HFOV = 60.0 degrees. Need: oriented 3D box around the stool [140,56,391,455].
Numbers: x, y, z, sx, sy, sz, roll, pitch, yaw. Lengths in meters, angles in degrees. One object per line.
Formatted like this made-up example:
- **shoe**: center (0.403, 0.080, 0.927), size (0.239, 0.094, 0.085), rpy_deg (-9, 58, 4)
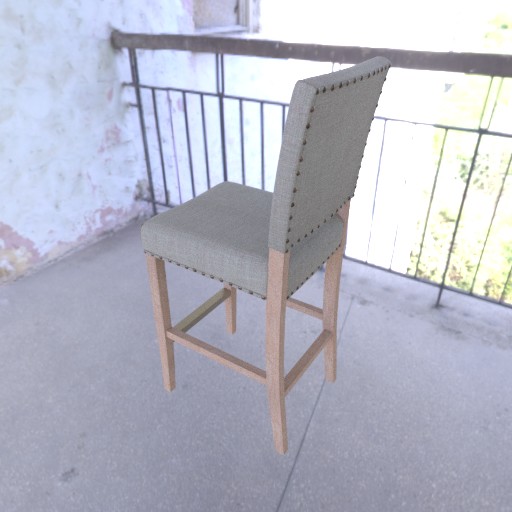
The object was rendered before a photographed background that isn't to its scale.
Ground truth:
- **stool**: center (0.000, 0.000, 1.429), size (0.585, 1.173, 0.445), rpy_deg (19, 36, 29)
